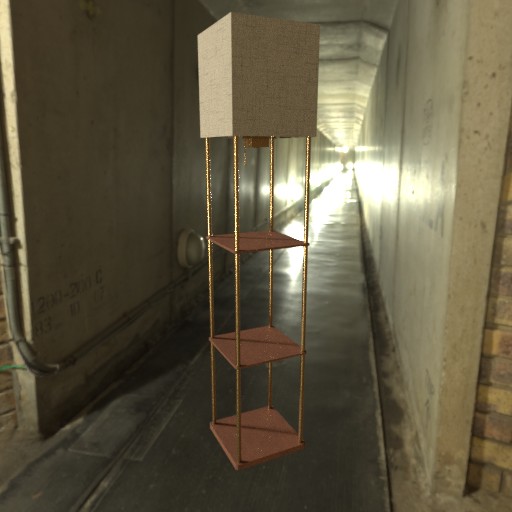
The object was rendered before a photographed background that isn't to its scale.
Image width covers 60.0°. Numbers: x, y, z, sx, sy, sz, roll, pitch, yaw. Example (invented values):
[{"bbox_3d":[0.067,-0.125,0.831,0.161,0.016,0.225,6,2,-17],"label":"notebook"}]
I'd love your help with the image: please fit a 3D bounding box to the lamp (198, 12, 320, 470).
[{"bbox_3d":[0.000,0.000,1.681,0.310,1.569,0.308,-6,15,-25],"label":"lamp"}]
